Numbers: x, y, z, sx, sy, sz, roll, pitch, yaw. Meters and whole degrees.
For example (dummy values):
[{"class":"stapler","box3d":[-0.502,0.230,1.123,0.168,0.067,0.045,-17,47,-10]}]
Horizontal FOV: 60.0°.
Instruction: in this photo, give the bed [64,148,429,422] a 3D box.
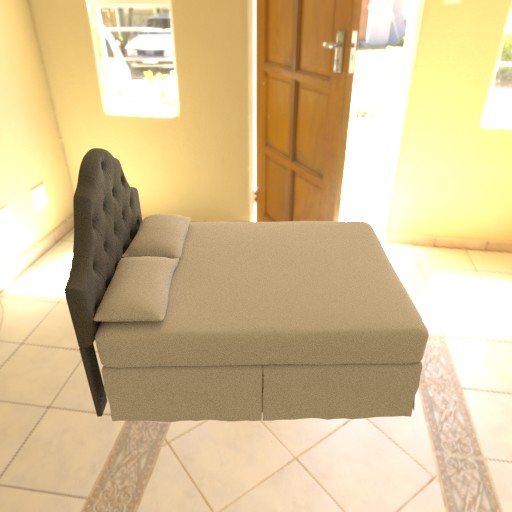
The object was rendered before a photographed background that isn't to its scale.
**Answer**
[{"class":"bed","box3d":[0.000,0.000,3.237,2.155,1.575,1.636,-1,31,-1]}]
